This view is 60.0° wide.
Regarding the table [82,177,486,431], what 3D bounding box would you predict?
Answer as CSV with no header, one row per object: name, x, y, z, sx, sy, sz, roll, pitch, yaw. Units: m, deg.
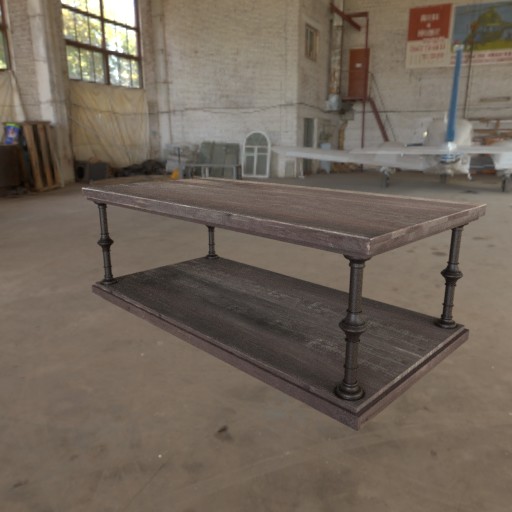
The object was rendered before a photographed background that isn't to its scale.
table,0.000,0.000,1.346,1.088,0.373,0.554,14,21,43
